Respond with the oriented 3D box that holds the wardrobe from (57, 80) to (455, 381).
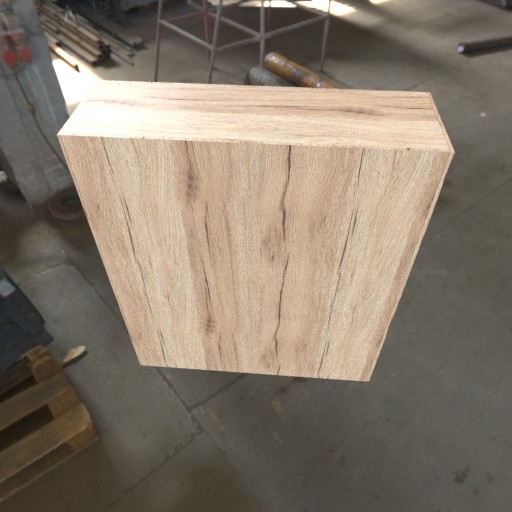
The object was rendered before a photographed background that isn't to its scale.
[{"bbox_3d":[0.000,0.000,2.952,1.810,2.070,0.580,3,46,3],"label":"wardrobe"}]
